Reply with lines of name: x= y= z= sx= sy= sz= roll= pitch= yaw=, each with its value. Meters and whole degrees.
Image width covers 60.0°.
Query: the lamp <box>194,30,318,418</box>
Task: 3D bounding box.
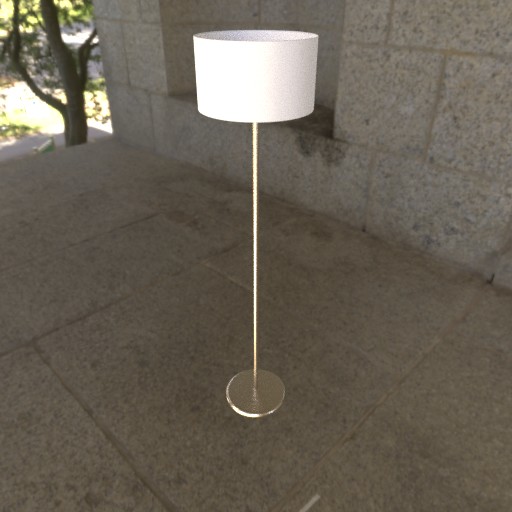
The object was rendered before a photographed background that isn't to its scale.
lamp: x=0.000 y=0.000 z=1.611 sx=0.347 sy=1.443 sz=0.347 roll=8 pitch=32 yaw=13
